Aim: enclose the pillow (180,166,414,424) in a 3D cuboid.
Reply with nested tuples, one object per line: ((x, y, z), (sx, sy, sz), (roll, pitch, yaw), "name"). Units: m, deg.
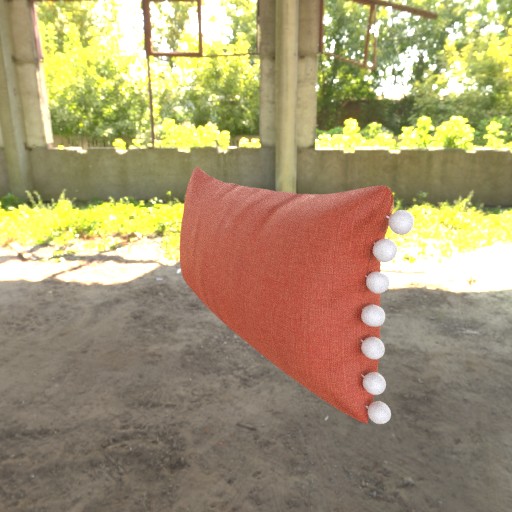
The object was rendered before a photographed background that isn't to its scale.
((0.000, 0.000, 0.832), (0.201, 0.322, 0.709), (-8, 17, -26), "pillow")
